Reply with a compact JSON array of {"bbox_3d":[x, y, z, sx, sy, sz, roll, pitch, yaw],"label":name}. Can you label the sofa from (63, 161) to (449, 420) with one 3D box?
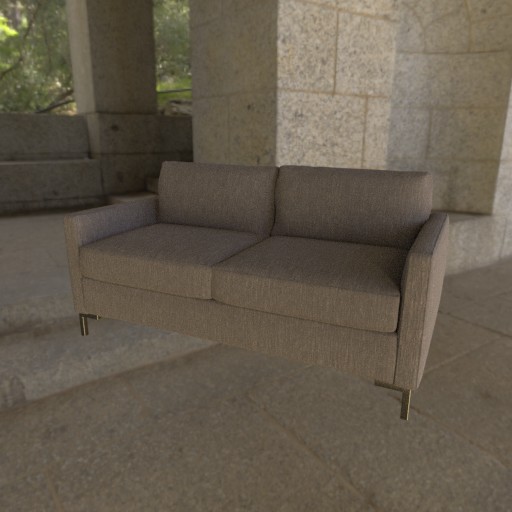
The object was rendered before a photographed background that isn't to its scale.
[{"bbox_3d":[0.000,0.000,2.162,1.682,0.840,0.875,7,17,25],"label":"sofa"}]
